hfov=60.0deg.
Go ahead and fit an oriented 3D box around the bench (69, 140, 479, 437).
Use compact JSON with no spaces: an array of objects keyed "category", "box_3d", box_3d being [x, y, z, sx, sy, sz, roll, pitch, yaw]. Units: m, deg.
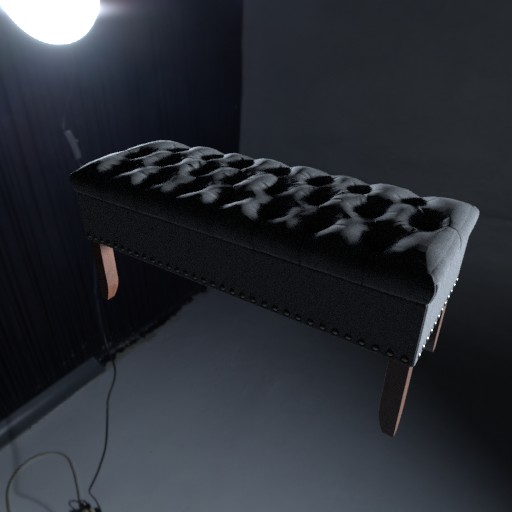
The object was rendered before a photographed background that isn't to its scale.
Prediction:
[{"category":"bench","box_3d":[0.000,0.000,1.289,1.052,0.470,0.417,18,35,29]}]
